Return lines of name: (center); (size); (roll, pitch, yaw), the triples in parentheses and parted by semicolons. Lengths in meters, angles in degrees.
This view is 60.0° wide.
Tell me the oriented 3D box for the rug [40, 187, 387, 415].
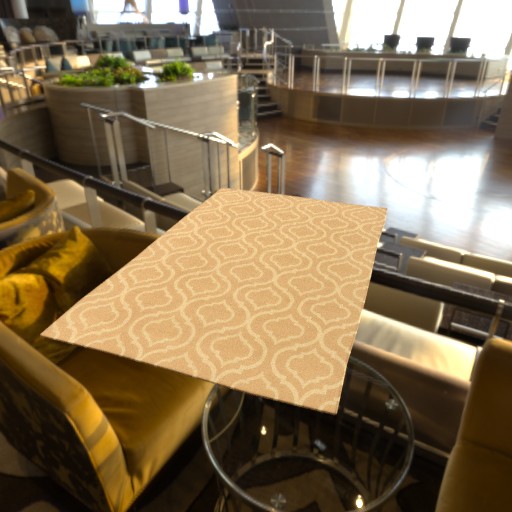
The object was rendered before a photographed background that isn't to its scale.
rug: (0.000, 0.000, 2.247); (1.152, 0.013, 1.761); (10, 30, 17)
